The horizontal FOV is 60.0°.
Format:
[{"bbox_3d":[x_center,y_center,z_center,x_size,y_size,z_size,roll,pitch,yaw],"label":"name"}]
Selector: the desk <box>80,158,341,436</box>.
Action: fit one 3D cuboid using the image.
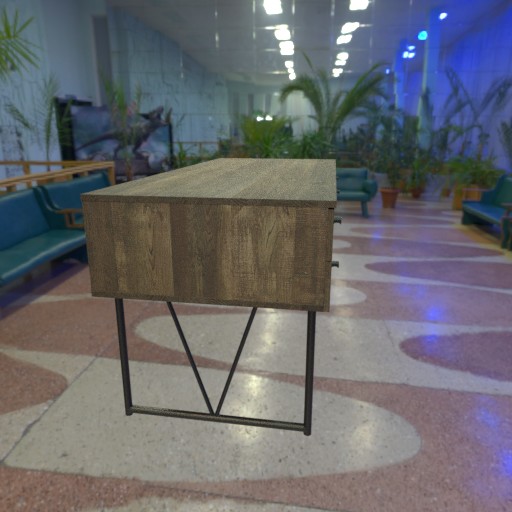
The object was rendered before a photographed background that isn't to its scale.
[{"bbox_3d":[0.000,0.000,2.054,0.730,0.780,1.600,3,16,9],"label":"desk"}]
